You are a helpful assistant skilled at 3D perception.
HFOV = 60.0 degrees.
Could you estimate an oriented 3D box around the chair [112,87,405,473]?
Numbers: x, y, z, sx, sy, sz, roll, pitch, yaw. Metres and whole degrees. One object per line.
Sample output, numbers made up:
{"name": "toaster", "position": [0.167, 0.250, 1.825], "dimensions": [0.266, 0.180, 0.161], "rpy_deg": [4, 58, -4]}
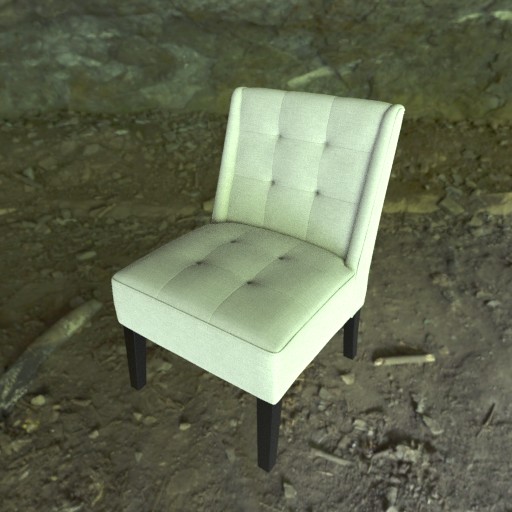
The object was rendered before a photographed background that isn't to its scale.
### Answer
{"name": "chair", "position": [0.000, 0.000, 1.331], "dimensions": [0.569, 0.853, 0.676], "rpy_deg": [19, 35, 30]}
